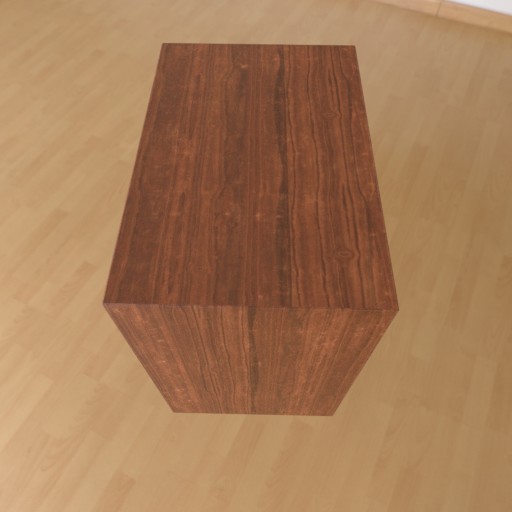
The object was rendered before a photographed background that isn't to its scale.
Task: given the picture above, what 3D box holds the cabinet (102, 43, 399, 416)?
[{"bbox_3d":[0.000,0.000,1.054,0.410,0.695,0.607,1,58,1],"label":"cabinet"}]
